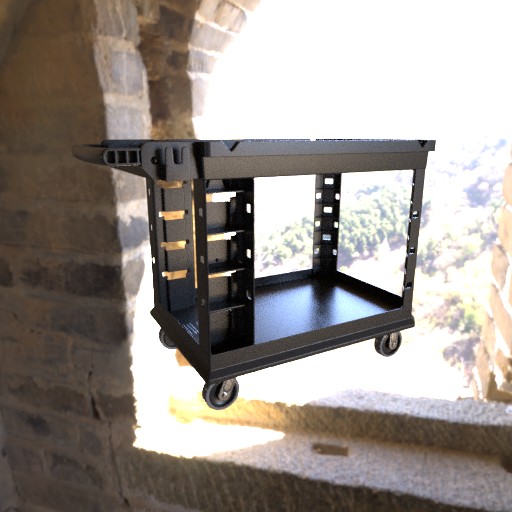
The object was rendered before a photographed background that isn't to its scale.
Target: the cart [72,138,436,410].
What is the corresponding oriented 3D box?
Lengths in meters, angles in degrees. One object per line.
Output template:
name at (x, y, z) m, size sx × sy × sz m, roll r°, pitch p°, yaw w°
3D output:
cart at (0.000, 0.000, 1.741) m, size 1.239 × 0.884 × 0.674 m, roll -8°, pitch 17°, yaw -28°
